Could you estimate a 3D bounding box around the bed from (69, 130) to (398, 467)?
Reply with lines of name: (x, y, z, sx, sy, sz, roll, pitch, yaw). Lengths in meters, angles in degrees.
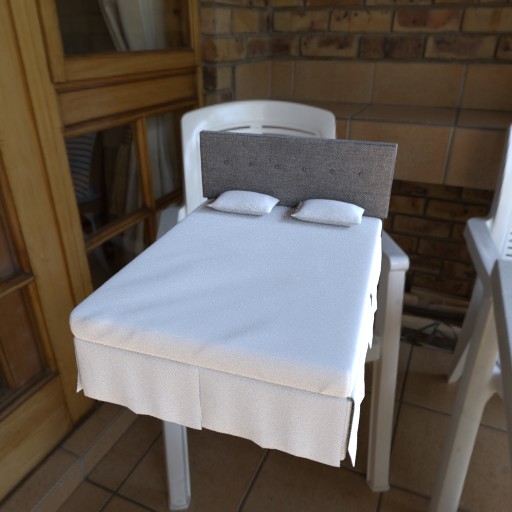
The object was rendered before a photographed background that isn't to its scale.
bed: (0.000, 0.000, 2.934, 1.621, 1.168, 1.958, 8, 28, 16)
